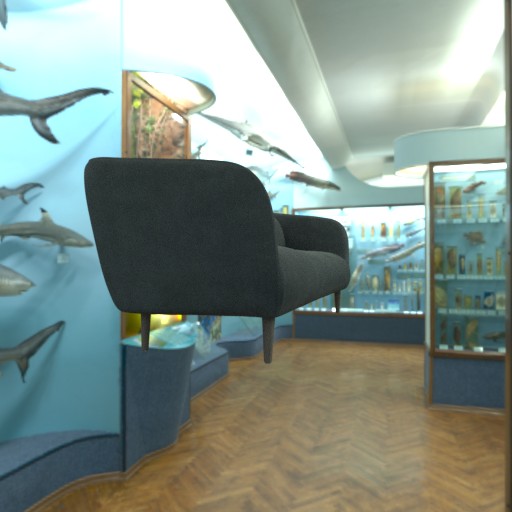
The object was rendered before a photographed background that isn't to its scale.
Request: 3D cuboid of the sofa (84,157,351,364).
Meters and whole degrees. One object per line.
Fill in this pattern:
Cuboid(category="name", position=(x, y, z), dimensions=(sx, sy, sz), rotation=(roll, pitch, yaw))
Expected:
Cuboid(category="sofa", position=(0.000, 0.000, 2.739), dimensions=(0.956, 0.875, 2.296), rotation=(0, -1, 19))
